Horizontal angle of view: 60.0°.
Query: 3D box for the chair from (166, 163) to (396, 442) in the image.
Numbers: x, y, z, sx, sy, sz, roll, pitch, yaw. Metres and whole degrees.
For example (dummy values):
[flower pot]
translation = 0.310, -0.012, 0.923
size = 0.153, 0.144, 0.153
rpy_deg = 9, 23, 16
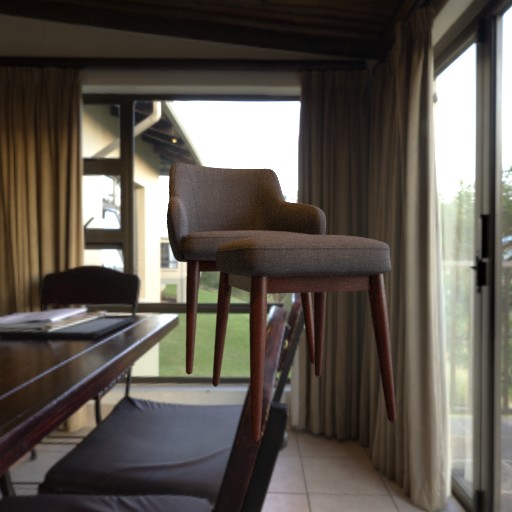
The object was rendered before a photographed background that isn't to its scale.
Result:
[chair]
translation = 0.000, 0.000, 1.539
size = 0.584, 0.799, 1.107
rpy_deg = 0, 1, -18
